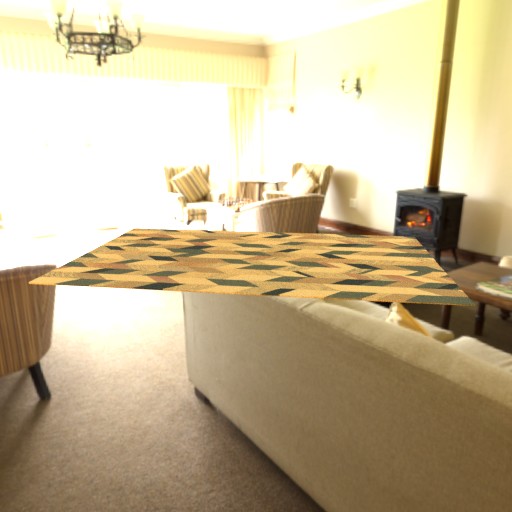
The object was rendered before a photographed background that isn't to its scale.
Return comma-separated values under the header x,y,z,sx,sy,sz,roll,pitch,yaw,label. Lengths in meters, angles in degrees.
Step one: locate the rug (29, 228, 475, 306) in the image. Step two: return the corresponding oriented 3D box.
x,y,z,sx,sy,sz,roll,pitch,yaw,label
0.000,0.000,3.089,2.423,0.008,1.513,2,16,8,rug
